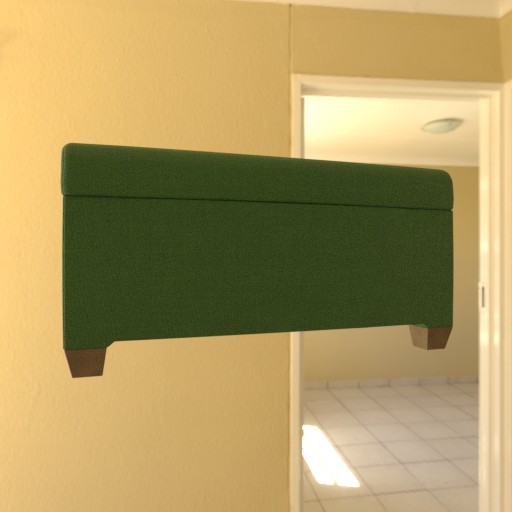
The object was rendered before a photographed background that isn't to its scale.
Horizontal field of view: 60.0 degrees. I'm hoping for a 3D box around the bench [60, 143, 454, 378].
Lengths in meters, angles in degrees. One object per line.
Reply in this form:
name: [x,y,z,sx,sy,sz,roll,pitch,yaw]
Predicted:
bench: [0.000,0.000,1.261,0.989,0.501,0.505,0,0,-18]
